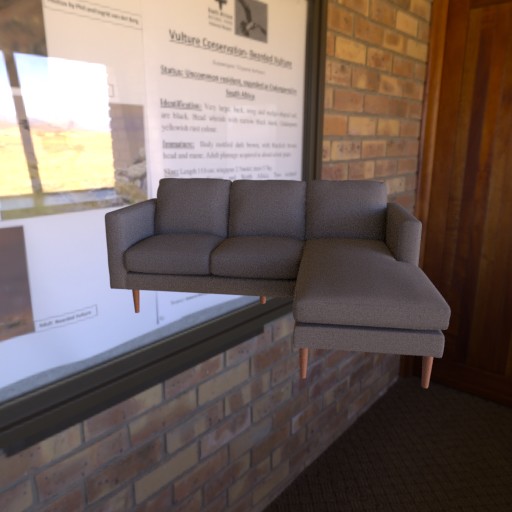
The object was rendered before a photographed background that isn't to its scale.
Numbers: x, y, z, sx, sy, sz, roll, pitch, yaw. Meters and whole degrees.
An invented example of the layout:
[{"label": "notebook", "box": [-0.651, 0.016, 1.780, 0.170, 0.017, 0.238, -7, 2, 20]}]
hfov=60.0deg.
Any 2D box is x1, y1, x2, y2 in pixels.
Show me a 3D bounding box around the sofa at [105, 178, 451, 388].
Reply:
[{"label": "sofa", "box": [0.000, 0.000, 2.895, 2.031, 0.897, 1.591, 2, 15, 9]}]
